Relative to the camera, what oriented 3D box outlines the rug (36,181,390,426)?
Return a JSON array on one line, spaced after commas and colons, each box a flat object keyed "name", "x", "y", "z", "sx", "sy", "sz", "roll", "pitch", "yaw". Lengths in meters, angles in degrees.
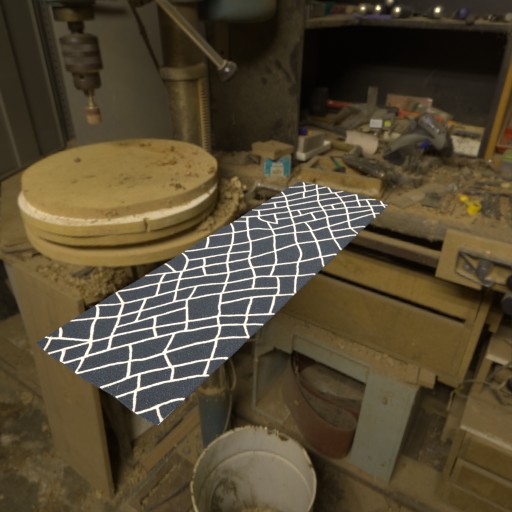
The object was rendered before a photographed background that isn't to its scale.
[{"name": "rug", "x": 0.000, "y": 0.000, "z": 2.720, "sx": 0.807, "sy": 0.010, "sz": 2.476, "roll": 20, "pitch": 36, "yaw": 29}]
